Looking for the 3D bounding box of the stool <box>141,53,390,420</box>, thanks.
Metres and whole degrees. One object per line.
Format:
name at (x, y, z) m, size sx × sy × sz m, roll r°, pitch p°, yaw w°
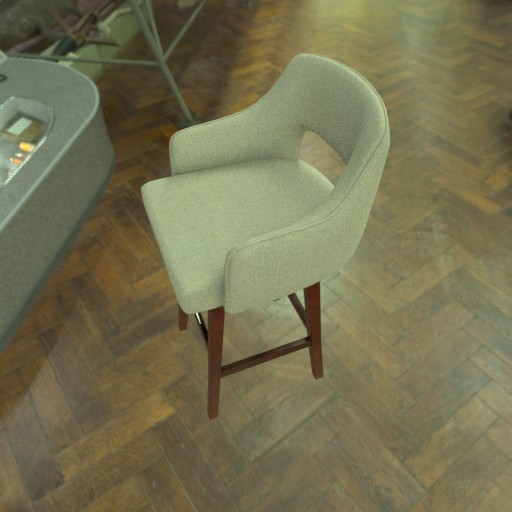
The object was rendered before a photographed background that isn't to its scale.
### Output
stool at (0.000, 0.000, 1.361) m, size 0.560 × 1.041 × 0.550 m, roll -16°, pitch 48°, yaw -15°
